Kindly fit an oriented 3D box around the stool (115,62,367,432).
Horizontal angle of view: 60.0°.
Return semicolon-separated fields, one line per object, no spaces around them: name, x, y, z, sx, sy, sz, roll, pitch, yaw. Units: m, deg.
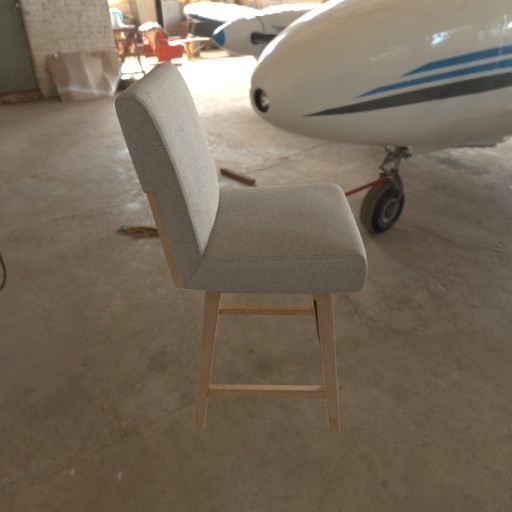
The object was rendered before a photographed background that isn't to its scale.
stool;0.000;0.000;1.404;0.606;1.085;0.507;0;32;1
